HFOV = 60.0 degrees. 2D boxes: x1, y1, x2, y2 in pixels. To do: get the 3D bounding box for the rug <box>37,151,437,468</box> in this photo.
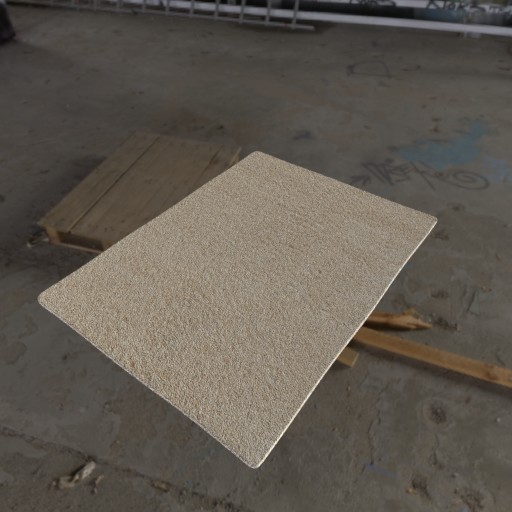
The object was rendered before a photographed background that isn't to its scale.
[{"bbox_3d":[0.000,0.000,2.128,1.200,0.027,1.600,27,49,26],"label":"rug"}]
